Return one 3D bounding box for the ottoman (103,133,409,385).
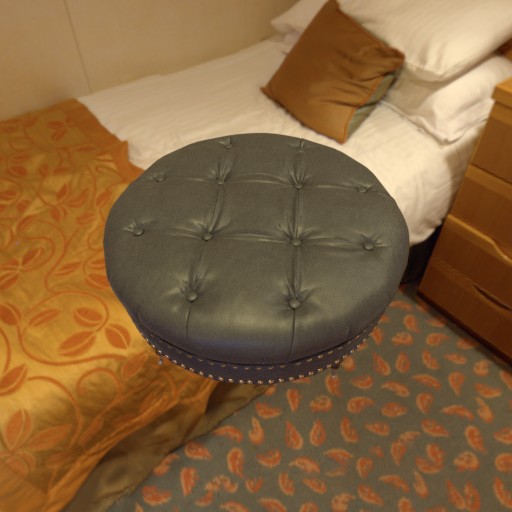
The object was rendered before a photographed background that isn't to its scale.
[{"bbox_3d":[0.000,0.000,1.414,0.901,0.439,0.901,0,46,0],"label":"ottoman"}]
